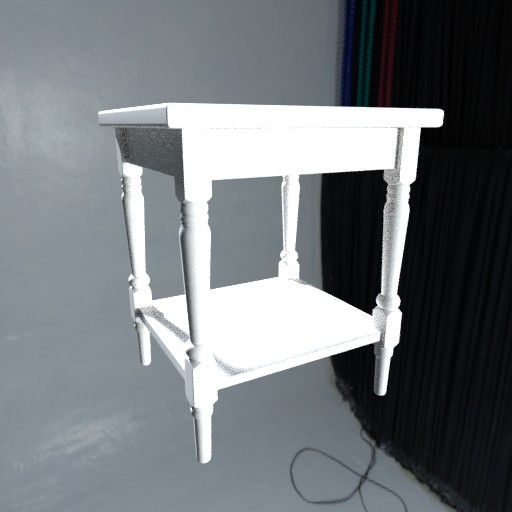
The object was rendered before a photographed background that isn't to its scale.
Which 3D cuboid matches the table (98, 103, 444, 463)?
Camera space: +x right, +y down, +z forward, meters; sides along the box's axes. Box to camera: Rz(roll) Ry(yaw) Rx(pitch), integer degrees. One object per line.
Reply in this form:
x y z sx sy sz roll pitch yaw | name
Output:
0.000 0.000 0.905 0.488 0.565 0.442 -9 19 -28 | table
